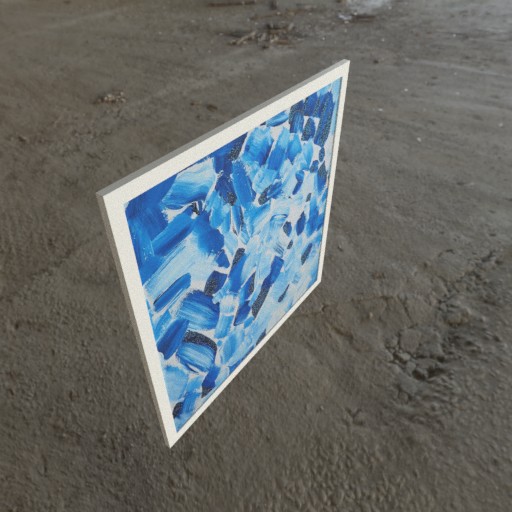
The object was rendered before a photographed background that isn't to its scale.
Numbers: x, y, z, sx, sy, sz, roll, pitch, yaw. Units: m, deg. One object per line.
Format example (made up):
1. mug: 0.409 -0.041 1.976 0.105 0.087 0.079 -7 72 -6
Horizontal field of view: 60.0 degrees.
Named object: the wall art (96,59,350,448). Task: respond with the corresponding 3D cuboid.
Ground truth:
1. wall art: 0.000 0.000 0.971 0.015 0.660 0.660 26 47 27
